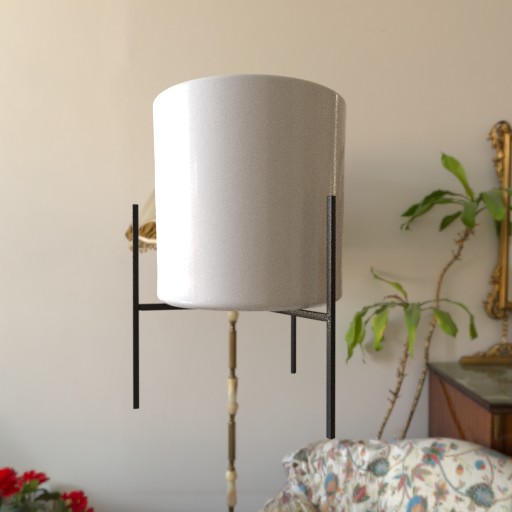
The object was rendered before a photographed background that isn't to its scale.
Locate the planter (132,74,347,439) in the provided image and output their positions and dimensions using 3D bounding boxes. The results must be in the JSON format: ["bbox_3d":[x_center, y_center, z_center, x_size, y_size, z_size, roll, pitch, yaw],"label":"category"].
[{"bbox_3d":[0.000,0.000,0.646,0.307,0.431,0.308,-1,1,-37],"label":"planter"}]
